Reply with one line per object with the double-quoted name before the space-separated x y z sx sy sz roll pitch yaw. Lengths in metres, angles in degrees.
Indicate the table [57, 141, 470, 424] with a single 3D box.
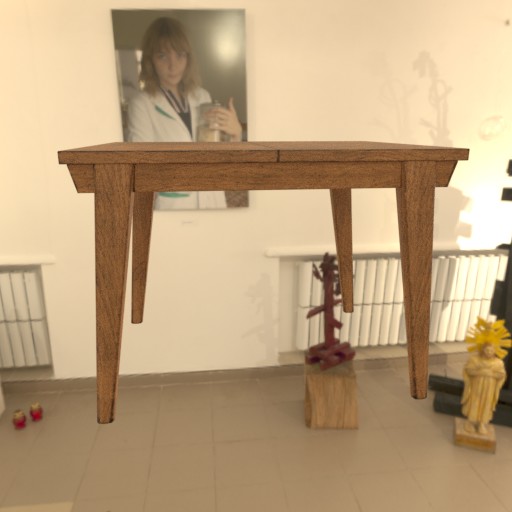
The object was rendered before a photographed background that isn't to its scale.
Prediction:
"table" 0.000 0.000 1.558 1.027 0.760 0.757 -2 16 -7
